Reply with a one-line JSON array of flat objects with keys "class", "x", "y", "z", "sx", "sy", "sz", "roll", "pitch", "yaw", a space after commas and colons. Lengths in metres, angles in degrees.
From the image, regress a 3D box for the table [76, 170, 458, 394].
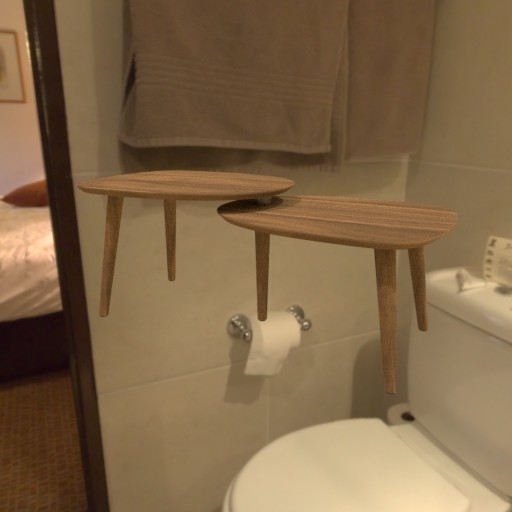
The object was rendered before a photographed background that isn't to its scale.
[{"class": "table", "x": 0.000, "y": 0.000, "z": 1.349, "sx": 1.084, "sy": 0.429, "sz": 0.527, "roll": 9, "pitch": 19, "yaw": 27}]
